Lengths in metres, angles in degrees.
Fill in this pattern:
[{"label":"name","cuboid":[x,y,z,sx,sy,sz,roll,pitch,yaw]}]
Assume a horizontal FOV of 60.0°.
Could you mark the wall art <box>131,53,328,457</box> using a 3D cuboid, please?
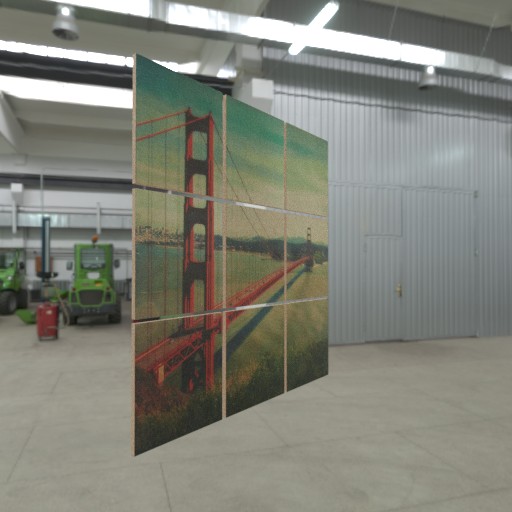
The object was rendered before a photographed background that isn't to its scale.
[{"label":"wall art","cuboid":[0.000,0.000,1.367,0.012,0.910,0.917,-1,-1,37]}]
